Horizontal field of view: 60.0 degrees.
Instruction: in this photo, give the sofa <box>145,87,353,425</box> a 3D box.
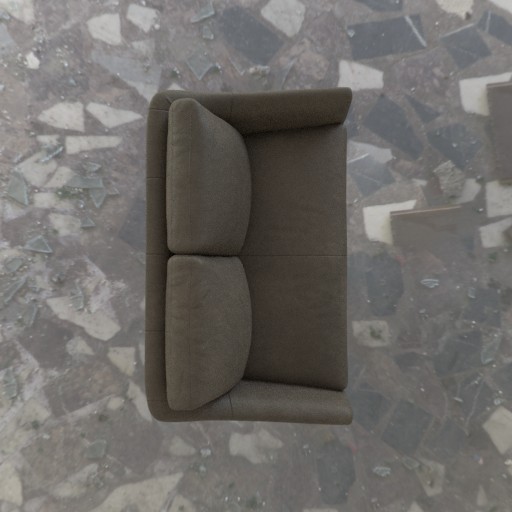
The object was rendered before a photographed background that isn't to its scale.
[{"bbox_3d":[0.000,0.000,2.258,0.960,0.902,1.619,0,89,1],"label":"sofa"}]
